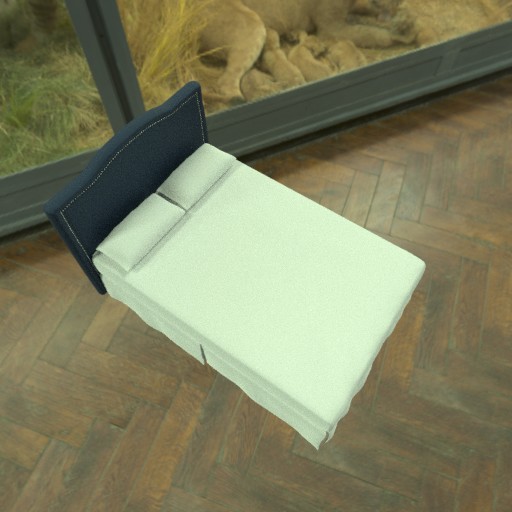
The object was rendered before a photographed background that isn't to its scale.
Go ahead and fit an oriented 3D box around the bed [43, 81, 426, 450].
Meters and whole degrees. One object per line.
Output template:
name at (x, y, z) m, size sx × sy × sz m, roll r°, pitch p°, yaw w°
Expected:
bed at (0.000, 0.000, 3.637) m, size 2.507 × 1.441 × 1.741 m, roll 31°, pitch 64°, yaw 17°
